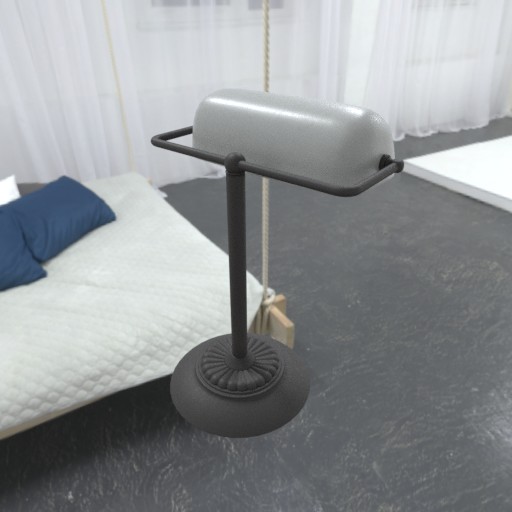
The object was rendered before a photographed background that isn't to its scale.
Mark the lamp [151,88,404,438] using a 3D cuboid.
[{"bbox_3d":[0.000,0.000,0.510,0.264,0.339,0.243,22,36,33],"label":"lamp"}]
